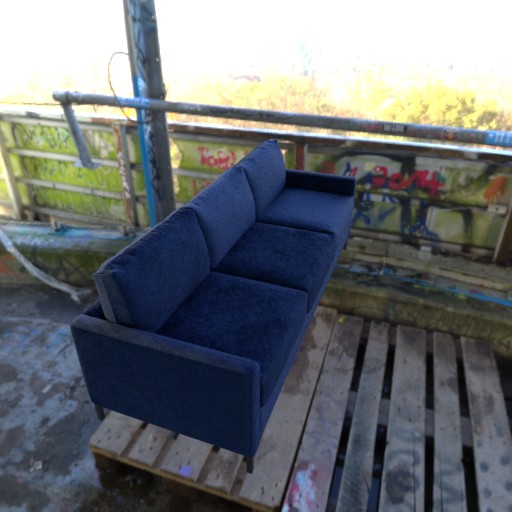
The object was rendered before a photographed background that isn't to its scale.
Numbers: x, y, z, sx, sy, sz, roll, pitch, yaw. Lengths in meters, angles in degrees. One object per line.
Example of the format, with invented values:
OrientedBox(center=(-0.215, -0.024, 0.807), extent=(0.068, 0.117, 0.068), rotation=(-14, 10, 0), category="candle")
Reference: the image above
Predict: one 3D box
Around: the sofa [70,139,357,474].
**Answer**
OrientedBox(center=(0.000, 0.000, 2.734), extent=(0.875, 0.879, 2.252), rotation=(11, 32, 18), category="sofa")
